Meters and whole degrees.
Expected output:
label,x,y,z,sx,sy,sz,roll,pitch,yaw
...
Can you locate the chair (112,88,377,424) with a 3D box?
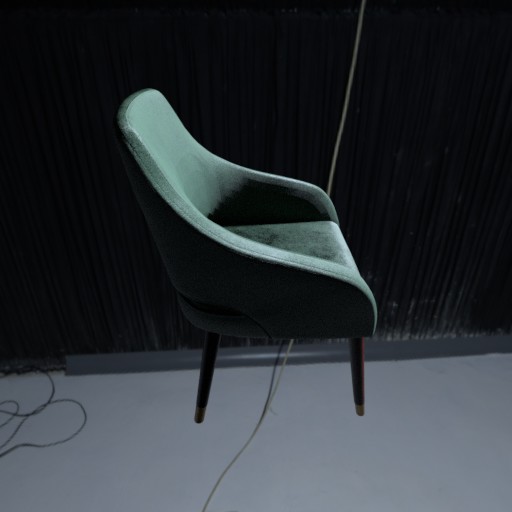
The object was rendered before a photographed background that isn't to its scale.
label,x,y,z,sx,sy,sz,roll,pitch,yaw
chair,0.000,0.000,1.585,0.794,1.081,0.683,-1,32,-2
